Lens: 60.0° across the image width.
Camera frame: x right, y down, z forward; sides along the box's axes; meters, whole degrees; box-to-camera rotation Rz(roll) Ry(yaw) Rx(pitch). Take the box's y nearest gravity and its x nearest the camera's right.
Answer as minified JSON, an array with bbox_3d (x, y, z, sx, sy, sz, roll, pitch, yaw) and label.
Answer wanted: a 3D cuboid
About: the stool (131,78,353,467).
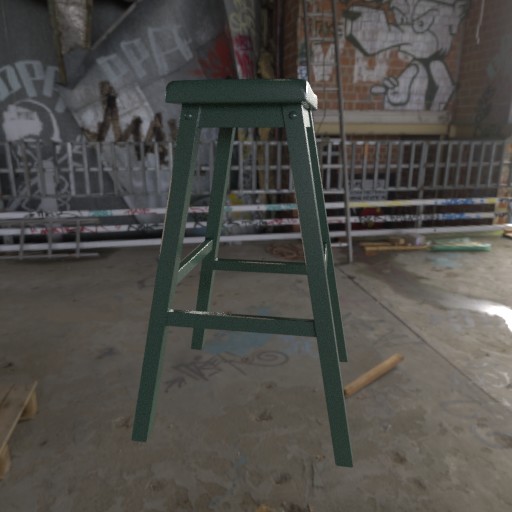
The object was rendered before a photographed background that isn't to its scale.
[{"bbox_3d":[0.000,0.000,1.046,0.476,0.737,0.457,3,16,9],"label":"stool"}]
